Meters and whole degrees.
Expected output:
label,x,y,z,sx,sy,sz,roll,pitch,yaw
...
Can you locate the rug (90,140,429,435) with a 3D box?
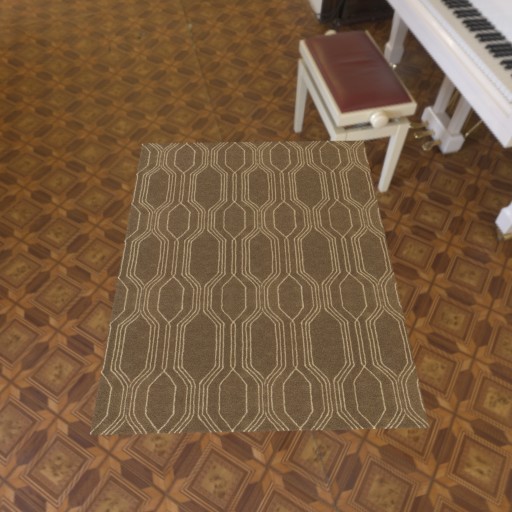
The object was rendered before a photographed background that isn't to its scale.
label,x,y,z,sx,sy,sz,roll,pitch,yaw
rug,0.000,0.000,4.065,2.457,0.012,3.062,-1,56,-1
